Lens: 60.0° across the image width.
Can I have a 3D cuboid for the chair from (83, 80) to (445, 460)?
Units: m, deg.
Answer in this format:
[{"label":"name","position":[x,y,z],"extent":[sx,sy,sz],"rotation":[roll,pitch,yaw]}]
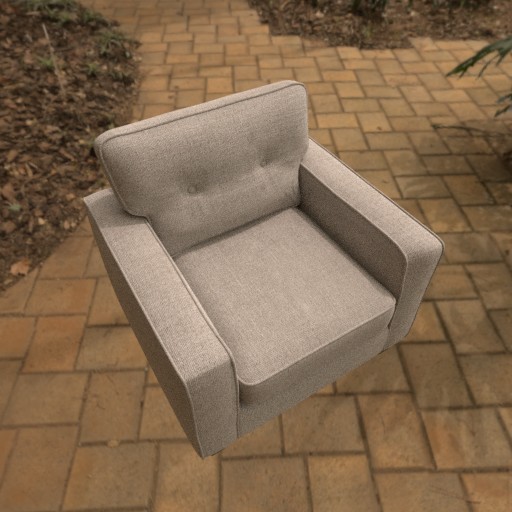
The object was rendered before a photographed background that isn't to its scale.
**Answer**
[{"label":"chair","position":[0.000,0.000,1.709],"extent":[1.015,0.965,0.939],"rotation":[-24,51,-21]}]
